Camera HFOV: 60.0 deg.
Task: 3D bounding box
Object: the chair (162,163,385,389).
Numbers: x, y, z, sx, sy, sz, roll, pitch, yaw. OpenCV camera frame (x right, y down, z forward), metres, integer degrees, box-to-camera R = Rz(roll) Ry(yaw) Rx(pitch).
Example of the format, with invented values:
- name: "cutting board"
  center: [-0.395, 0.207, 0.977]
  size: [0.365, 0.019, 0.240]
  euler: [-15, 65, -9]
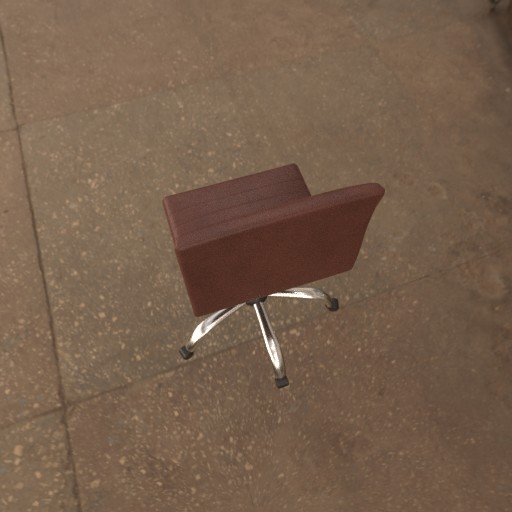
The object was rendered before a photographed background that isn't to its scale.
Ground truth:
- name: "chair"
  center: [0.000, 0.000, 1.168]
  size: [0.556, 0.780, 0.530]
  euler: [-16, 61, -9]
